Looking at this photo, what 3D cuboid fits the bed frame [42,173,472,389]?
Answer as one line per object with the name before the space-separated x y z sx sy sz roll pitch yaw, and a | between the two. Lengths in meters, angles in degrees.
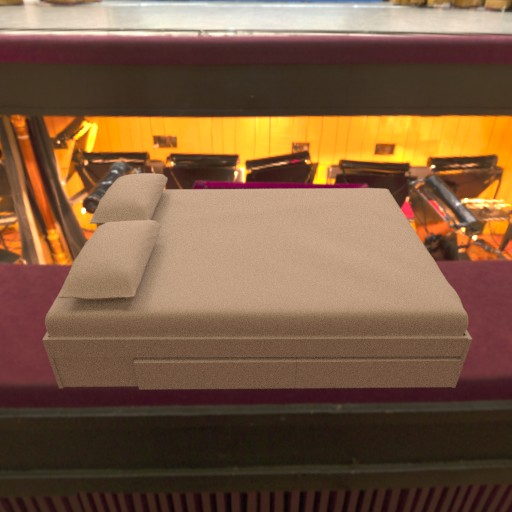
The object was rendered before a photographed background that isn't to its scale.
bed frame | 0.000 0.000 2.615 1.950 0.629 1.450 0 33 0
